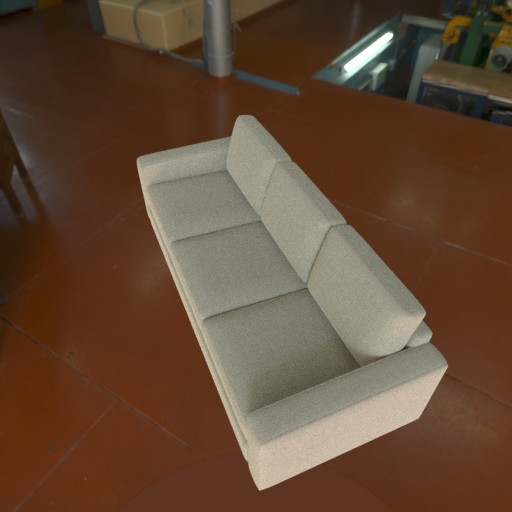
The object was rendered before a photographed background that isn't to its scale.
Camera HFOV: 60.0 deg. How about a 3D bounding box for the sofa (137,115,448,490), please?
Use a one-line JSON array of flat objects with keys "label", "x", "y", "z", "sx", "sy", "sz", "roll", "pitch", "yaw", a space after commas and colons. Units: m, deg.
[{"label": "sofa", "x": 0.000, "y": 0.000, "z": 2.569, "sx": 0.900, "sy": 0.800, "sz": 2.160, "roll": -17, "pitch": 47, "yaw": -16}]
